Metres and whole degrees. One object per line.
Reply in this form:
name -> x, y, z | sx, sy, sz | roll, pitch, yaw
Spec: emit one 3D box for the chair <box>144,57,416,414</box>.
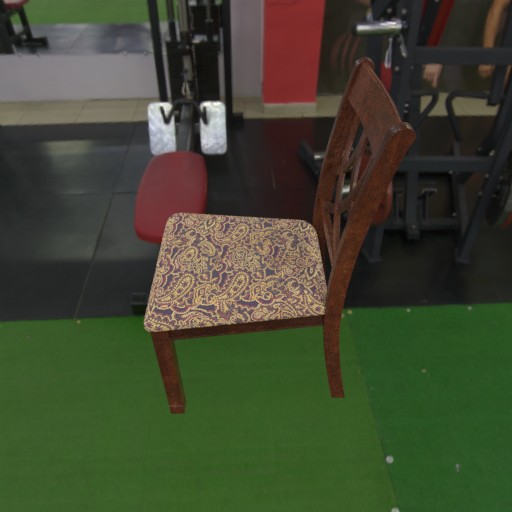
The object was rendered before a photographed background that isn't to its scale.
chair -> 0.000, 0.000, 1.267 | 0.584, 0.965, 0.457 | 0, 42, 0
